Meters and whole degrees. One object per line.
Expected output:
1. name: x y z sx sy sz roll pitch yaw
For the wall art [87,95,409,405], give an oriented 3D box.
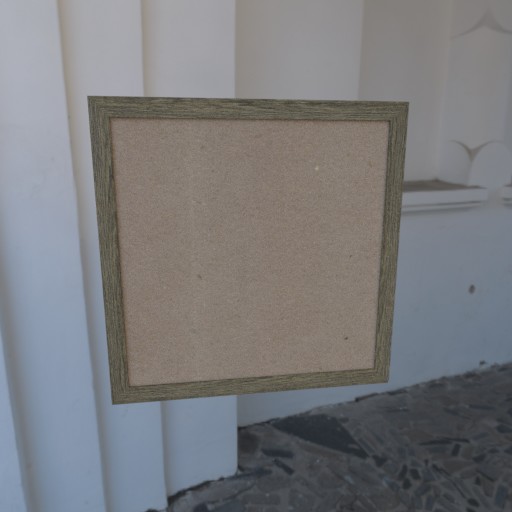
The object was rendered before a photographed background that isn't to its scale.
1. wall art: 0.000 0.000 0.758 0.508 0.508 0.019 -2 13 -9
